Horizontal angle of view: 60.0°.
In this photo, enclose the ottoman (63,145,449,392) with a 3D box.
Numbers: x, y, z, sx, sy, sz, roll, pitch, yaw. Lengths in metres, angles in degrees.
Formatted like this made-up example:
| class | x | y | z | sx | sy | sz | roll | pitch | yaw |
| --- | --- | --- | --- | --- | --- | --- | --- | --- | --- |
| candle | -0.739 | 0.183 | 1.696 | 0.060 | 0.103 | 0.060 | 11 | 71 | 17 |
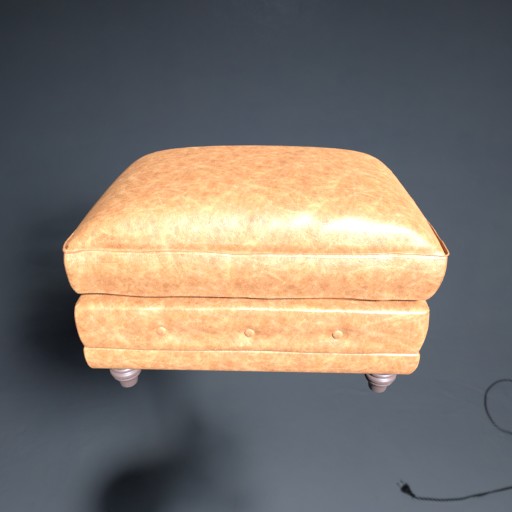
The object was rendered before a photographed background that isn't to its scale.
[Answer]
| class | x | y | z | sx | sy | sz | roll | pitch | yaw |
| --- | --- | --- | --- | --- | --- | --- | --- | --- | --- |
| ottoman | 0.000 | 0.000 | 1.087 | 0.710 | 0.480 | 0.533 | 1 | 30 | 1 |
